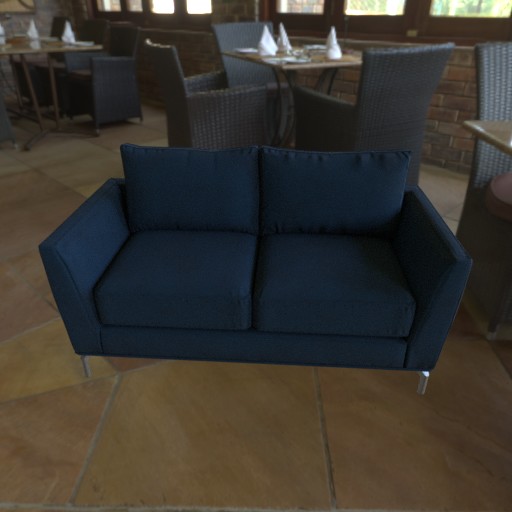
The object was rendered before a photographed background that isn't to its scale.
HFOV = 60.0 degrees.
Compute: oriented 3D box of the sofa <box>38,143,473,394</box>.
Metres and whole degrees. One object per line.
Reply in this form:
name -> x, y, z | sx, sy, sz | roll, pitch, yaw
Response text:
sofa -> 0.000, 0.000, 2.263 | 1.770, 1.002, 0.853 | 2, 30, 3
